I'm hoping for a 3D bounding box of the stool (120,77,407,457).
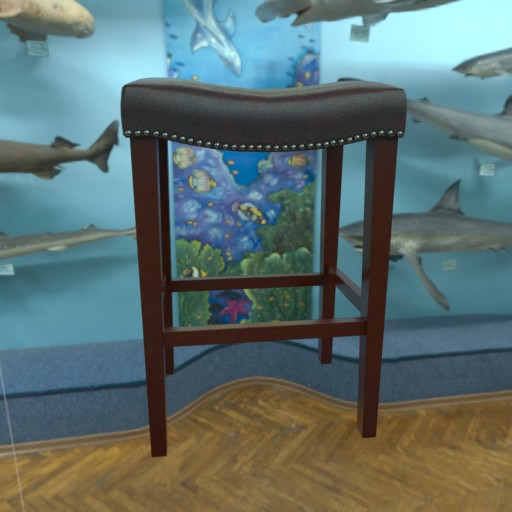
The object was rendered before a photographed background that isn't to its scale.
[{"bbox_3d":[0.000,0.000,1.012,0.504,0.742,0.372,-2,15,-7],"label":"stool"}]
